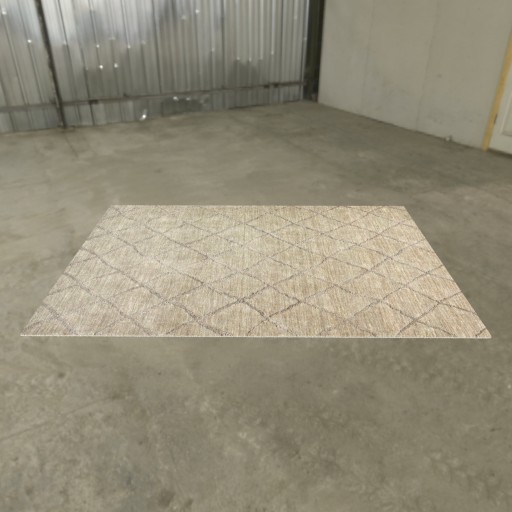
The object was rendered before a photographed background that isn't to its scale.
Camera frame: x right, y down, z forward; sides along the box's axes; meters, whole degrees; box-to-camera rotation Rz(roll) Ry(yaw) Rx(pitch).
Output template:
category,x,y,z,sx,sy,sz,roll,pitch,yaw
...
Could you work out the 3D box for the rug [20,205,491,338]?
category,x,y,z,sx,sy,sz,roll,pitch,yaw
rug,0.000,0.000,2.796,2.280,0.015,1.521,0,31,0
